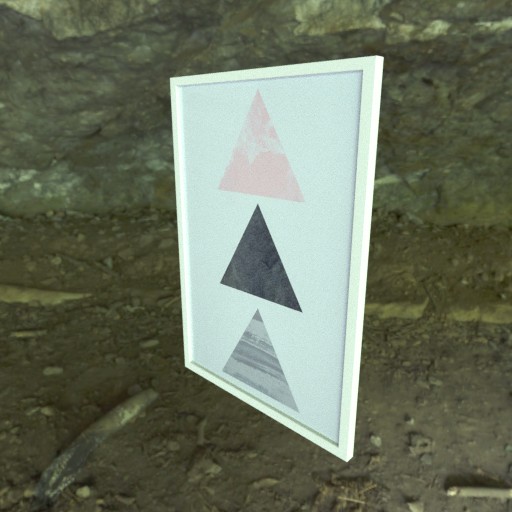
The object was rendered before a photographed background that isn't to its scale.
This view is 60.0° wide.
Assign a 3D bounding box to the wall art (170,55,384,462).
[{"bbox_3d":[0.000,0.000,0.555,0.303,0.433,0.013,16,23,41],"label":"wall art"}]
